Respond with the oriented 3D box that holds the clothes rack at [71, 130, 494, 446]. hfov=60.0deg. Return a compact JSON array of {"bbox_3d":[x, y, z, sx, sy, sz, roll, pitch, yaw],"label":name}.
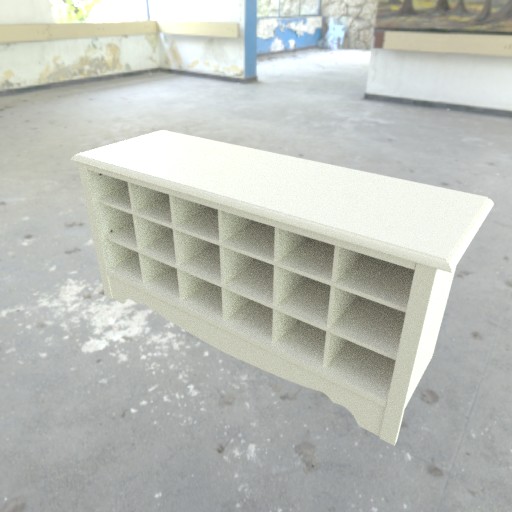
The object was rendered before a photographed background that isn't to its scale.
[{"bbox_3d":[0.000,0.000,1.438,1.218,0.558,0.405,20,35,30],"label":"clothes rack"}]
